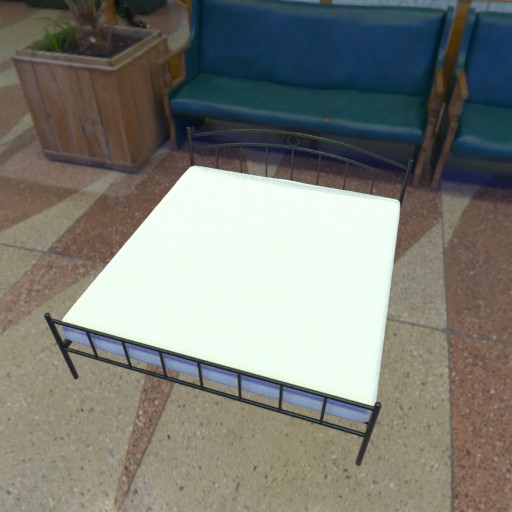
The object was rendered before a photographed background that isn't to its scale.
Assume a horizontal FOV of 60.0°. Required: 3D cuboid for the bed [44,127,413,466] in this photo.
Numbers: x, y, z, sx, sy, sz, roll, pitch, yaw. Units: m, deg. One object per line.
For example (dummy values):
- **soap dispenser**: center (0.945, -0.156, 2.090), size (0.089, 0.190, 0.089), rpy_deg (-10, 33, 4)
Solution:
- **bed**: center (0.000, 0.000, 3.119), size (1.880, 0.940, 2.040), rpy_deg (12, 43, 13)
